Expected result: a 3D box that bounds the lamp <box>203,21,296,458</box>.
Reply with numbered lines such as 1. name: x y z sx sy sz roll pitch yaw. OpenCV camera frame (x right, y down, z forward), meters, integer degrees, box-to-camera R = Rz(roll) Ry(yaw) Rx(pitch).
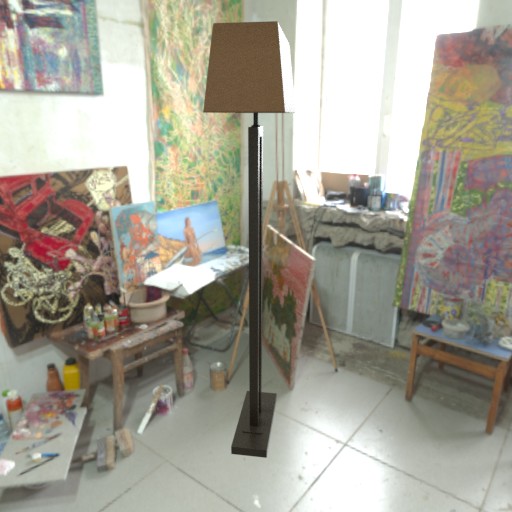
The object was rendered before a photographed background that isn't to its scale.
1. lamp: 0.000 0.000 1.616 0.233 1.469 0.475 3 18 8
